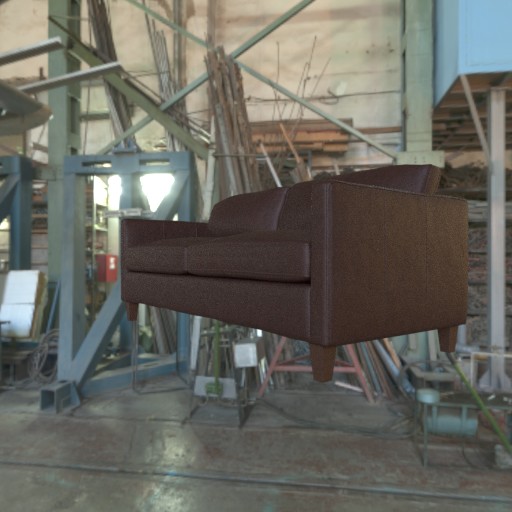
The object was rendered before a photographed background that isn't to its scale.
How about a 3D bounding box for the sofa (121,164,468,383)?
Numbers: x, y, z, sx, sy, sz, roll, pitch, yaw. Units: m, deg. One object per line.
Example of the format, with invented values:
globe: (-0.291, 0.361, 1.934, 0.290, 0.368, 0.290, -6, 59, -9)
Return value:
sofa: (0.000, 0.000, 2.470, 0.923, 0.863, 1.971, 0, 0, -36)
